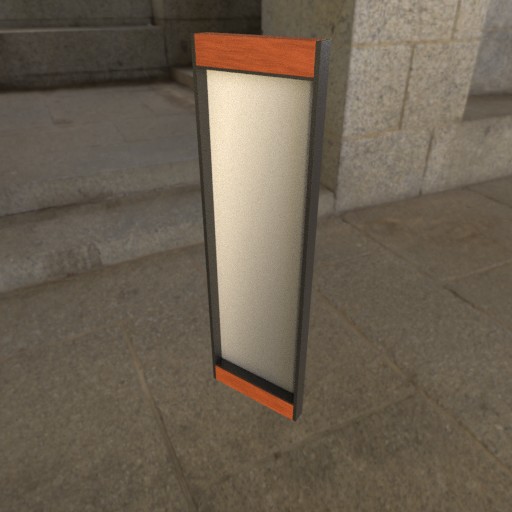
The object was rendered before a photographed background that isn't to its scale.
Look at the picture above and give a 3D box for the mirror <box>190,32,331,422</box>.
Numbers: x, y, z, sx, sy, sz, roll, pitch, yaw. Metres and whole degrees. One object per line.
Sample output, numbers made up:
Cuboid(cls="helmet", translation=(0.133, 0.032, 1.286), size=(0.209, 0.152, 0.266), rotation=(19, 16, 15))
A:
Cuboid(cls="mirror", translation=(0.000, 0.000, 1.259), size=(0.343, 1.123, 0.047), rotation=(19, 36, 29))
